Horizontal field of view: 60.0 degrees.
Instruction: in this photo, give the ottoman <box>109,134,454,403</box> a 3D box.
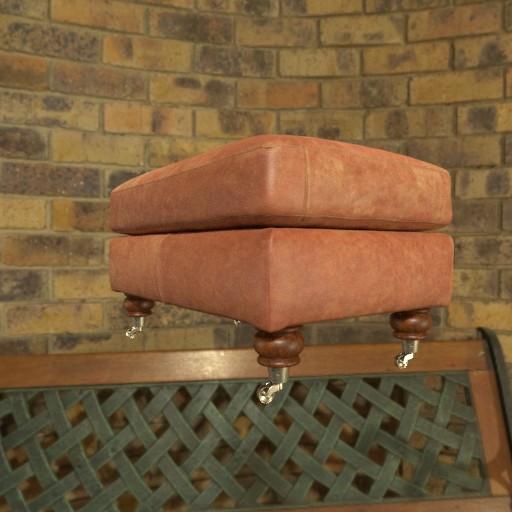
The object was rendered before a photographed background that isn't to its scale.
[{"bbox_3d":[0.000,0.000,1.189,0.565,0.507,0.852,-1,1,-36],"label":"ottoman"}]
